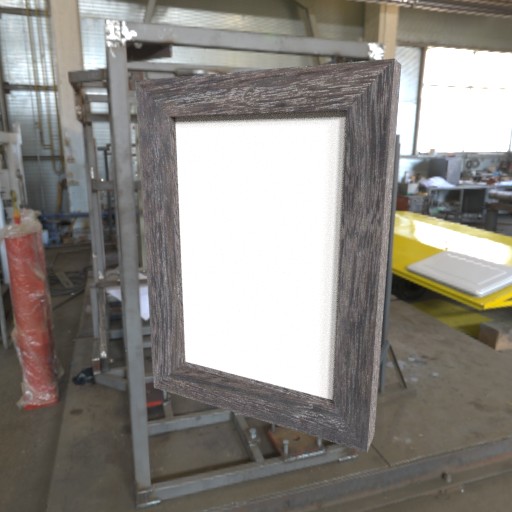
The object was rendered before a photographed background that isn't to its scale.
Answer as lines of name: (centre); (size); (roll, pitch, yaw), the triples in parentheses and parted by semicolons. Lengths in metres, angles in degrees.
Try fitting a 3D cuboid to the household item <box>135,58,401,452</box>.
household item: (0.000, 0.000, 0.234); (0.133, 0.180, 0.020); (7, 16, 26)
